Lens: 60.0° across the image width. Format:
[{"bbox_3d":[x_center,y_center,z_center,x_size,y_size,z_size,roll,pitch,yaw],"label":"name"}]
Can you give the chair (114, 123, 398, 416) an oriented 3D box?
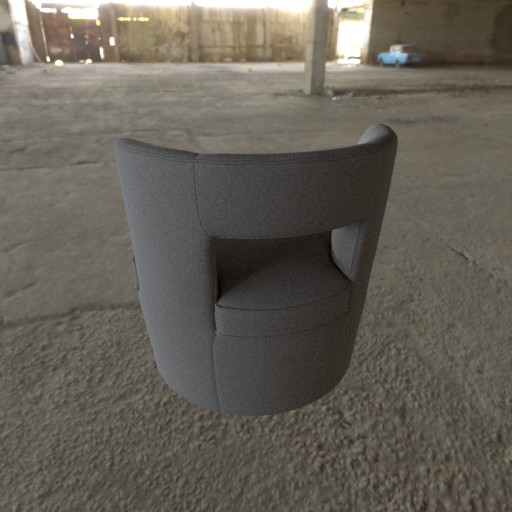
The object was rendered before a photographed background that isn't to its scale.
[{"bbox_3d":[0.000,0.000,1.262,0.689,0.719,0.660,-8,27,-15],"label":"chair"}]
